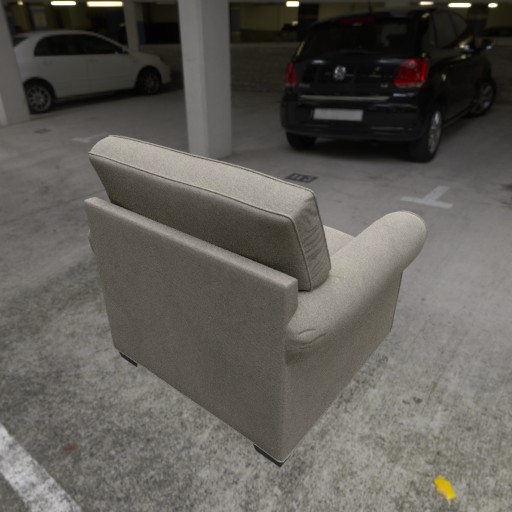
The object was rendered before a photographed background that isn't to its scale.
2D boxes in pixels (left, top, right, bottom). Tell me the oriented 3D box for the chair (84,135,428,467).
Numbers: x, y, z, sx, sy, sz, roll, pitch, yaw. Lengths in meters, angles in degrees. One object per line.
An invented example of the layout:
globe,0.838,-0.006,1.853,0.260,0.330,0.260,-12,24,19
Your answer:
chair,0.000,0.000,1.899,1.147,1.044,0.939,22,36,33
